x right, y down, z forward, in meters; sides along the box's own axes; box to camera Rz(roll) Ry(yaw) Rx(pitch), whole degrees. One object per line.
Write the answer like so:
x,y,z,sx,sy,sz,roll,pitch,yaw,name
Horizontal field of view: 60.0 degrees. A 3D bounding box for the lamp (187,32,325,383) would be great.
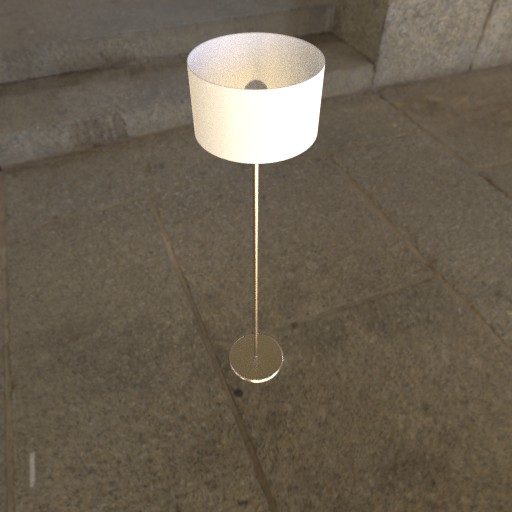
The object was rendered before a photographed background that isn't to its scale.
0.000,0.000,1.638,0.347,1.443,0.347,30,53,25,lamp
